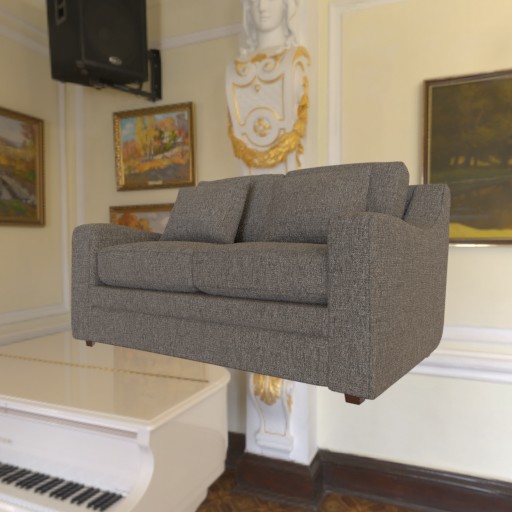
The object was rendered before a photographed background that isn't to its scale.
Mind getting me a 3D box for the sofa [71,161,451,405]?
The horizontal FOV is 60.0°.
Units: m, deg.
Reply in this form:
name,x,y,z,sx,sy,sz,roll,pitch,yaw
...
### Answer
name,x,y,z,sx,sy,sz,roll,pitch,yaw
sofa,0.000,0.000,2.374,1.778,0.991,1.120,1,2,35
